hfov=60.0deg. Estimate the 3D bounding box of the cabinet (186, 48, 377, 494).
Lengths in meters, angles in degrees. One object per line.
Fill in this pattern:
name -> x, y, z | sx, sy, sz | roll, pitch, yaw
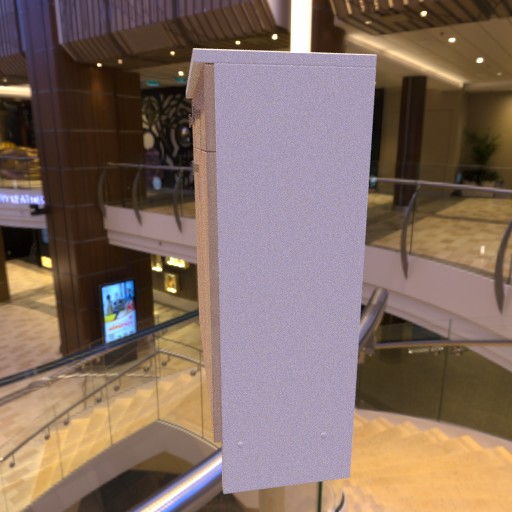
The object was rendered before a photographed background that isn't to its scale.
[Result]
cabinet -> 0.000, 0.000, 1.083 | 0.296, 0.815, 0.600 | -2, 15, -9
